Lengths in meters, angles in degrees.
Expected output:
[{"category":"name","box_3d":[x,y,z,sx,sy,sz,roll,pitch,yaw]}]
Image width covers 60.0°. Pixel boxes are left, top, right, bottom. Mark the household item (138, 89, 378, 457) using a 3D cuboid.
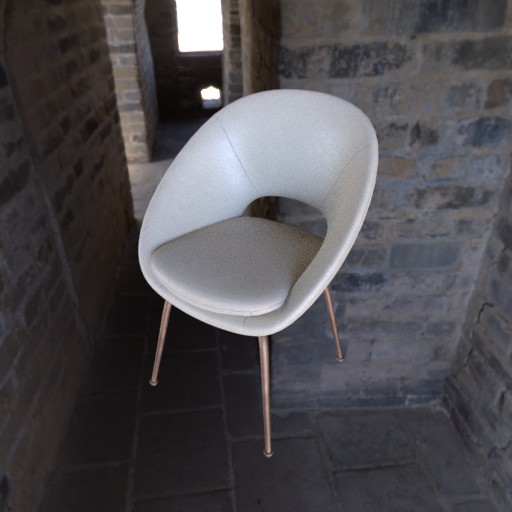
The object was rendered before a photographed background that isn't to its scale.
[{"category":"household item","box_3d":[0.000,0.000,1.306,0.623,0.852,0.573,20,36,30]}]
